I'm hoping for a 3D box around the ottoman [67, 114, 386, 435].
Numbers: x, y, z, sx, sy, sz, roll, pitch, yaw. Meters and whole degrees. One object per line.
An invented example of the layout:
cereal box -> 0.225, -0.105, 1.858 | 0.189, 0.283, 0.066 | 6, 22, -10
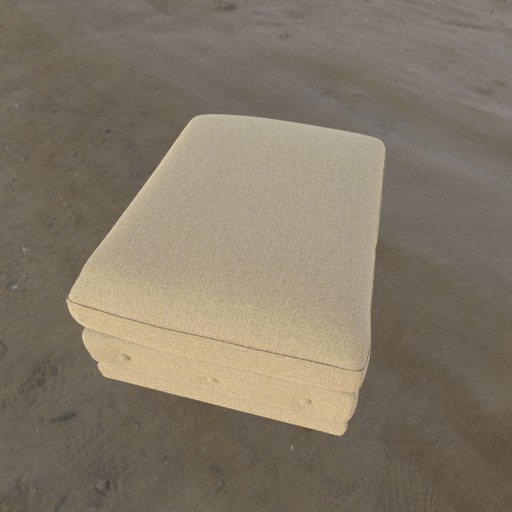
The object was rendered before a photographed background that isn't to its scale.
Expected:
ottoman -> 0.000, 0.000, 1.051 | 0.541, 0.463, 0.684 | 11, 46, 11
